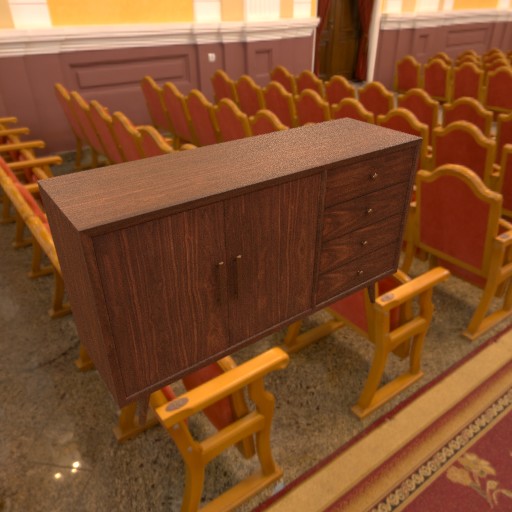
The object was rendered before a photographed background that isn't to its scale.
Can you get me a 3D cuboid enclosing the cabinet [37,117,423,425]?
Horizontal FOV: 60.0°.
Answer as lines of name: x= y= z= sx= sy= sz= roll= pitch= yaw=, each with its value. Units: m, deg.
cabinet: x=0.000 y=0.000 z=2.052 sx=1.575 sy=0.940 sz=0.505 roll=-20 pitch=36 yaw=-30
